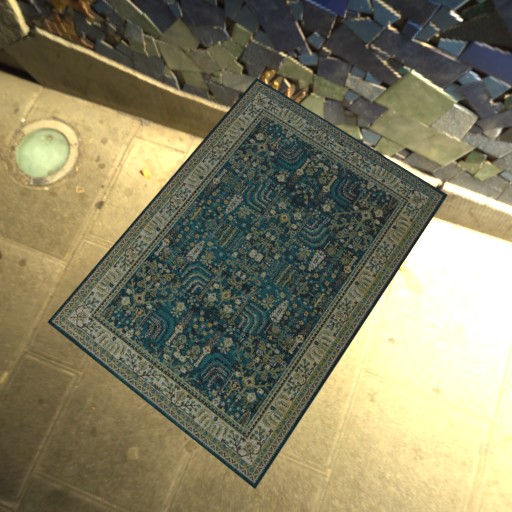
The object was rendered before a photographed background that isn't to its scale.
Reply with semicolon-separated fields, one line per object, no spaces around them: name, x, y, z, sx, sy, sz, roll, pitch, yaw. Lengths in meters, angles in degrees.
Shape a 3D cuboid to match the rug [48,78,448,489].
rug;0.000;0.000;2.870;1.594;0.013;2.213;35;77;10
